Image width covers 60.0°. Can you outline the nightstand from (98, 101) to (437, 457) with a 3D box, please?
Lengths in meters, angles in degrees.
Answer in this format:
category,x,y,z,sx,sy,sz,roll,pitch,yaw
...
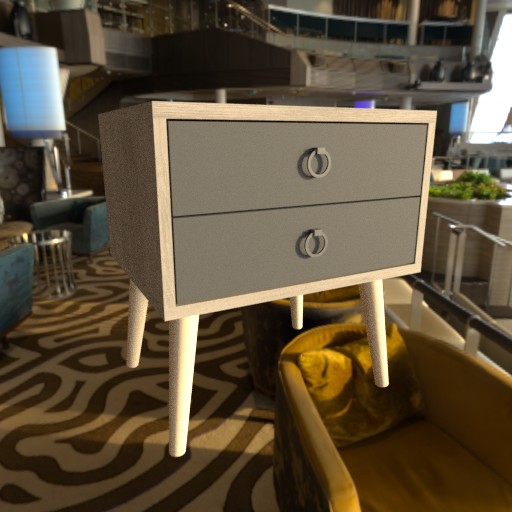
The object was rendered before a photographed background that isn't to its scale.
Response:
category,x,y,z,sx,sy,sz,roll,pitch,yaw
nightstand,0.000,0.000,0.812,0.450,0.500,0.380,-8,17,-27
